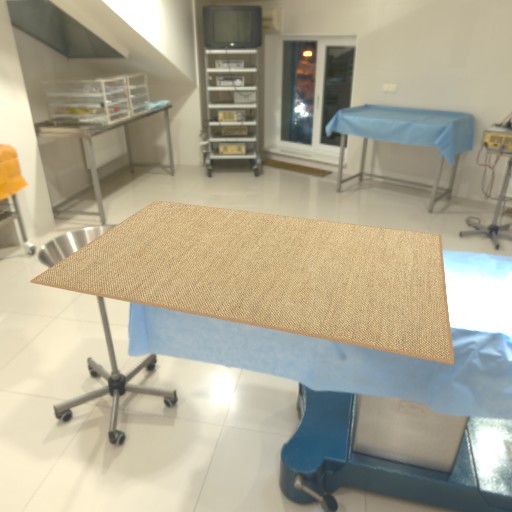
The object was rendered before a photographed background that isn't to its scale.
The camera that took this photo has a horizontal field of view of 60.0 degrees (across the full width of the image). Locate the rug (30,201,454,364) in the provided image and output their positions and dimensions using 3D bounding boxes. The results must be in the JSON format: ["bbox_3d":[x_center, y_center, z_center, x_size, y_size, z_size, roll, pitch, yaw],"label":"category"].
[{"bbox_3d":[0.000,0.000,2.078,1.668,0.012,1.061,8,28,16],"label":"rug"}]
